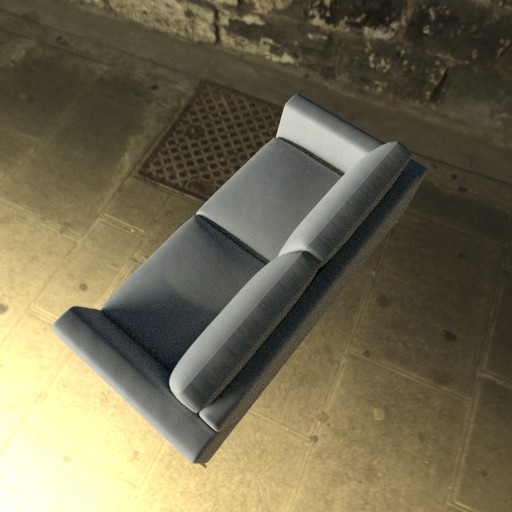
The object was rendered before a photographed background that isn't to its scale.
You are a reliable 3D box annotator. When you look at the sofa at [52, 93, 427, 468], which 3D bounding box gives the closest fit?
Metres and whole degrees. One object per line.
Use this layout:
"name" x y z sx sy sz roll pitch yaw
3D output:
"sofa" 0.000 0.000 2.496 0.953 0.875 2.017 36 69 16
